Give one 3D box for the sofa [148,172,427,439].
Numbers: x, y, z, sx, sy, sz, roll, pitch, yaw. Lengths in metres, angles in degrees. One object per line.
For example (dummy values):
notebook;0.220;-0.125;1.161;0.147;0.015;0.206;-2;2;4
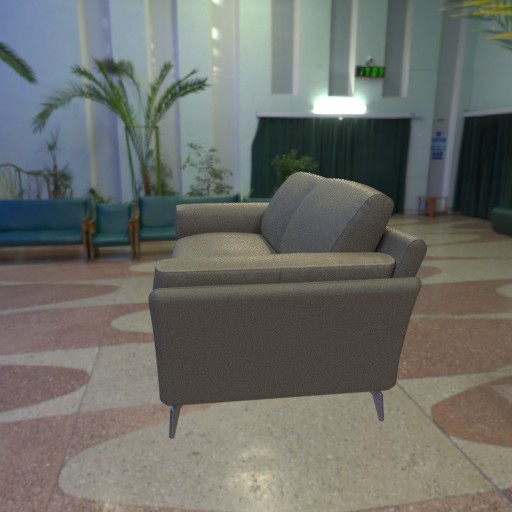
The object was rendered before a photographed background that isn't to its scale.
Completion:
sofa;0.000;0.000;2.625;1.049;0.930;2.101;-2;13;-7
